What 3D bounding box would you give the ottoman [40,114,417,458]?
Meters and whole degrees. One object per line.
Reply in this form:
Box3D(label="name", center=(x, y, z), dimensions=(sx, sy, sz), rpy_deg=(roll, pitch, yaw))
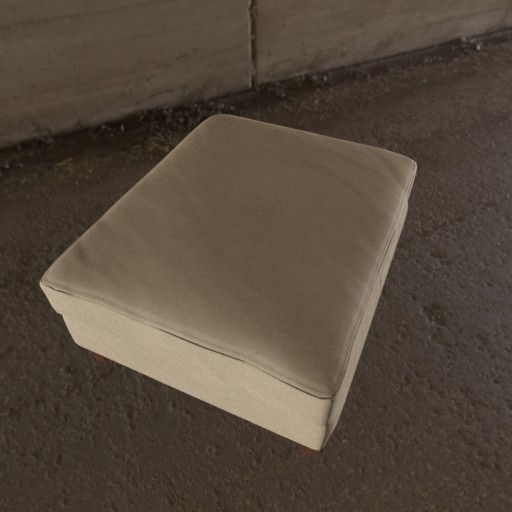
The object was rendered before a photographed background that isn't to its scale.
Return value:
Box3D(label="ottoman", center=(0.000, 0.000, 1.484), dimensions=(0.836, 0.492, 1.002), rpy_deg=(18, 48, 17))
